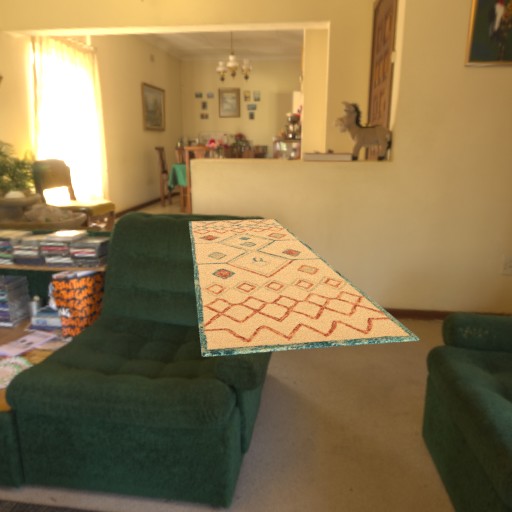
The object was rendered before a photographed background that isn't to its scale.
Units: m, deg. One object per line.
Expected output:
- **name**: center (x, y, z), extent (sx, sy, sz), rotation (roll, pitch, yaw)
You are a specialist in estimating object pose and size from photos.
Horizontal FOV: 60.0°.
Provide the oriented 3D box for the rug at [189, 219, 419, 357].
- **rug**: center (0.000, 0.000, 2.638), extent (0.750, 0.011, 2.435), rotation (-2, 15, -9)
